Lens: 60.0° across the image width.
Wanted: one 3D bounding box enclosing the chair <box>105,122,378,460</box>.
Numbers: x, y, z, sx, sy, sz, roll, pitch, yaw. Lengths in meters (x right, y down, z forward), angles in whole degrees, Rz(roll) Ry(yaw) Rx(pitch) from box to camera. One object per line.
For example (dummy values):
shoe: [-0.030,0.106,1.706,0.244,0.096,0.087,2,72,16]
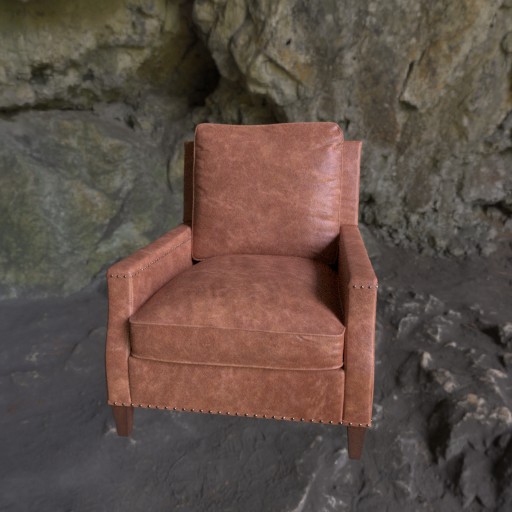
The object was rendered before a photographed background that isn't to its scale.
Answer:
chair: [0.000,0.000,1.760,0.854,1.054,1.035,2,14,8]
